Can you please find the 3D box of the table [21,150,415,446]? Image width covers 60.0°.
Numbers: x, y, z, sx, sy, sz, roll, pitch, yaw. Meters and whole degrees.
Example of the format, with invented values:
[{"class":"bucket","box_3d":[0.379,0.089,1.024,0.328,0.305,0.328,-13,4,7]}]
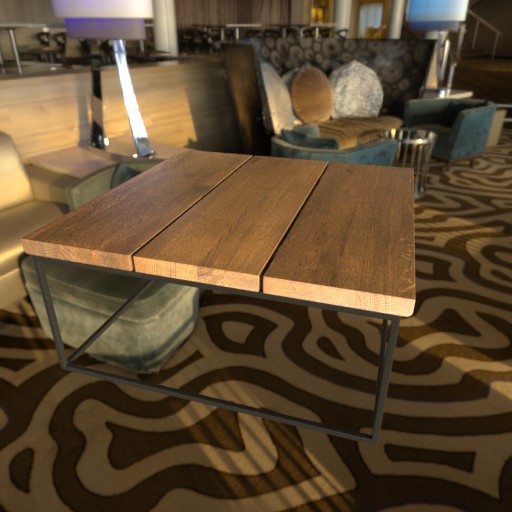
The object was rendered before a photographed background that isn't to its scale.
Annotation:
[{"class":"table","box_3d":[0.000,0.000,1.415,0.900,0.400,0.900,8,28,15]}]
